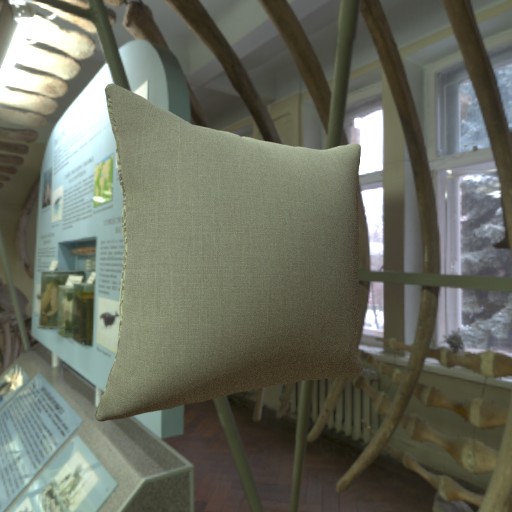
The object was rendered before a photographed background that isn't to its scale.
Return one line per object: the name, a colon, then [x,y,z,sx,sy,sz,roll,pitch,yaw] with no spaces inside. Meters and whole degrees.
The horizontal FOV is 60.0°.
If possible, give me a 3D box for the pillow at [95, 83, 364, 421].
pillow: [0.000,0.000,0.778,0.546,0.487,0.180,1,-2,-36]
